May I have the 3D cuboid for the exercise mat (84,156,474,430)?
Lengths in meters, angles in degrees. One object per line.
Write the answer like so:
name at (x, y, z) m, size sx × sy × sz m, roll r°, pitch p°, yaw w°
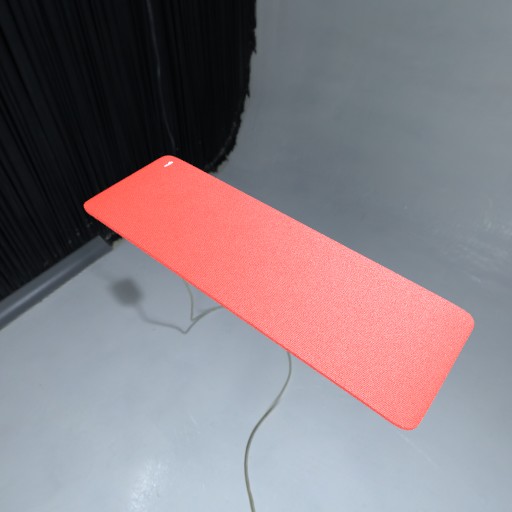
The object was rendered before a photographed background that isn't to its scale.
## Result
exercise mat at (0.000, 0.000, 2.059) m, size 1.869 × 0.021 × 0.616 m, roll 31°, pitch 54°, yaw 26°
